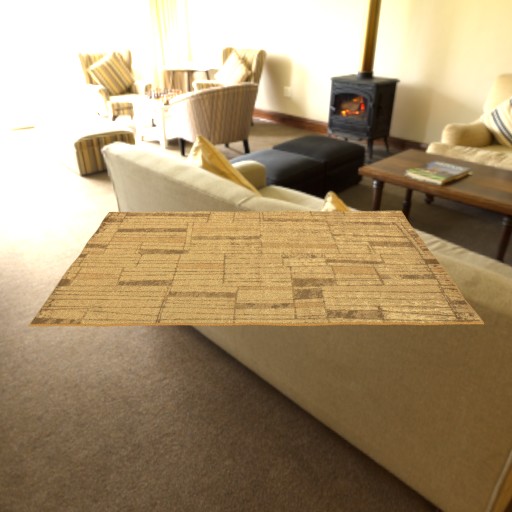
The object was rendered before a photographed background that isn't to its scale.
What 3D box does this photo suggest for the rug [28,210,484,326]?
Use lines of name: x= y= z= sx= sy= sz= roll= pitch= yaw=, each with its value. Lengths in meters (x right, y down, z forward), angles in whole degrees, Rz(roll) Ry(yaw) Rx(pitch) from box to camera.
rug: x=0.000 y=0.000 z=3.033 sx=2.444 sy=0.023 sz=1.531 roll=0 pitch=29 yaw=0
